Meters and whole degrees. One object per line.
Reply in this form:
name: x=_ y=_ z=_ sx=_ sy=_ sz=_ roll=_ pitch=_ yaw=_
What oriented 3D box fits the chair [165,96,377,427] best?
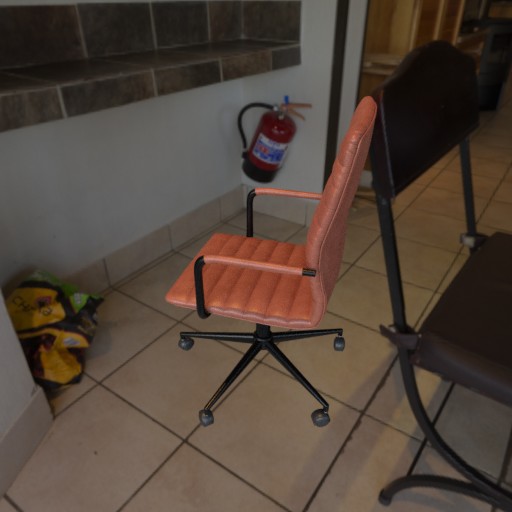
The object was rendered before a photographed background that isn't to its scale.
chair: x=0.000 y=0.000 z=1.314 sx=0.578 sy=0.878 sz=0.600 roll=8 pitch=32 yaw=14
